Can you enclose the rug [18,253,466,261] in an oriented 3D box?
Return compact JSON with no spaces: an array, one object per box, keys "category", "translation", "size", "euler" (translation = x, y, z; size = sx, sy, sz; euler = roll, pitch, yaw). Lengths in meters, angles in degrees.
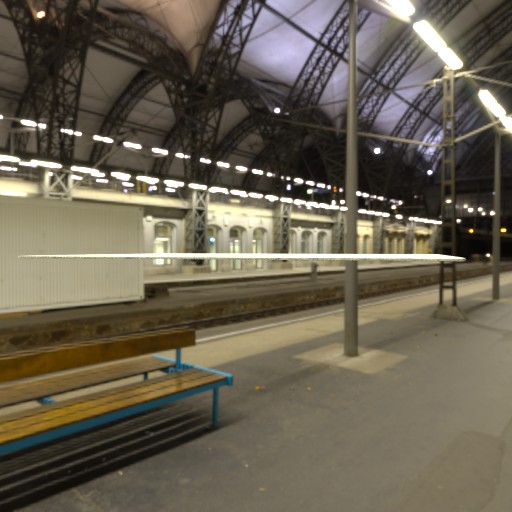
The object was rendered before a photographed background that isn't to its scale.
[{"category":"rug","translation":[0.000,0.000,2.278],"size":[1.820,0.009,1.260],"euler":[0,1,18]}]
